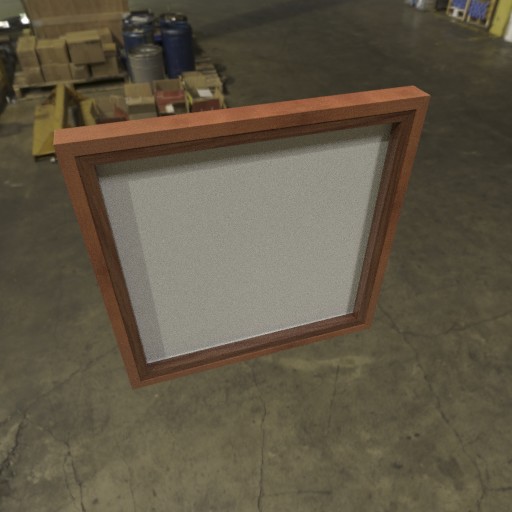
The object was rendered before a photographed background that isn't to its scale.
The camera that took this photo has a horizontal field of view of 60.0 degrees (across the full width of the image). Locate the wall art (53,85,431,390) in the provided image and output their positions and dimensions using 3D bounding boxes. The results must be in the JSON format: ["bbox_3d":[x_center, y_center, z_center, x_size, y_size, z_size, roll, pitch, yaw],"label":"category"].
[{"bbox_3d":[0.000,0.000,0.599,0.403,0.403,0.035,-12,42,-13],"label":"wall art"}]
